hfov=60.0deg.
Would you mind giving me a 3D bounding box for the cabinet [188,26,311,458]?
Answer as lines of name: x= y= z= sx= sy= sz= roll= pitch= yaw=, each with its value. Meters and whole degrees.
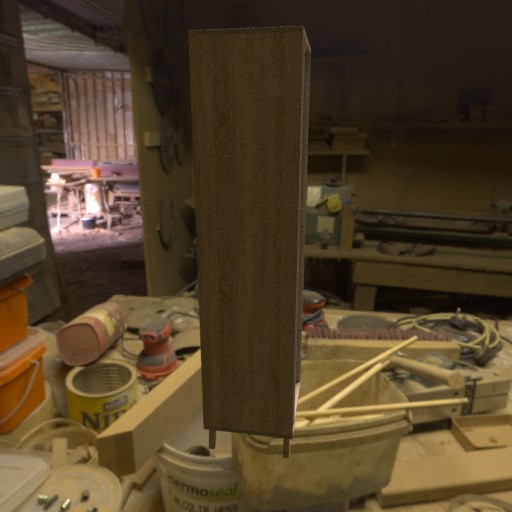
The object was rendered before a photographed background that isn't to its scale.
cabinet: x=0.000 y=0.000 z=2.211 sx=0.450 sy=1.960 sz=0.510 roll=3 pitch=16 yaw=9
